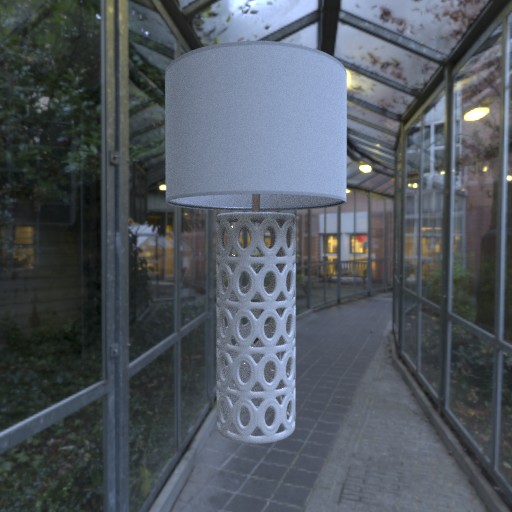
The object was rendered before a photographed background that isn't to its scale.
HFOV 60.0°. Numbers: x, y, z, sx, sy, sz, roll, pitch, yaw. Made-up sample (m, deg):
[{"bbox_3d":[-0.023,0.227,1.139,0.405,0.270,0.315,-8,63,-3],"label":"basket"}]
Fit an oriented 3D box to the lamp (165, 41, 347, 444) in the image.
[{"bbox_3d":[0.000,0.000,0.817,0.325,0.636,0.324,1,2,34],"label":"lamp"}]
